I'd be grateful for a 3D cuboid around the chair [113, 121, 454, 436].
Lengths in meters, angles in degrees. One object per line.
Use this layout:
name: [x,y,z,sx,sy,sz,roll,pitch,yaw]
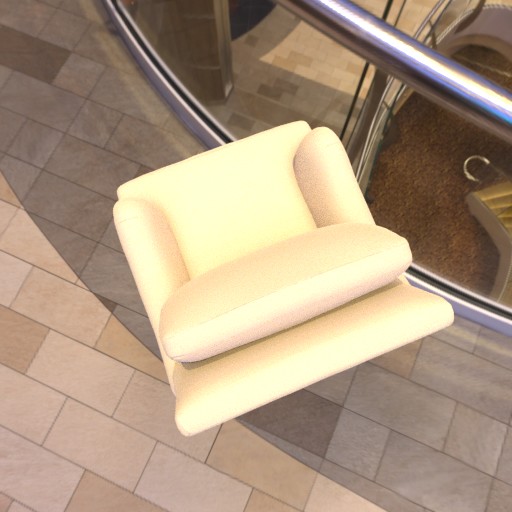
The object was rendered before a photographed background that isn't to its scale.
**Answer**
chair: [0.000,0.000,1.849,0.955,1.038,1.070,-21,76,-6]
